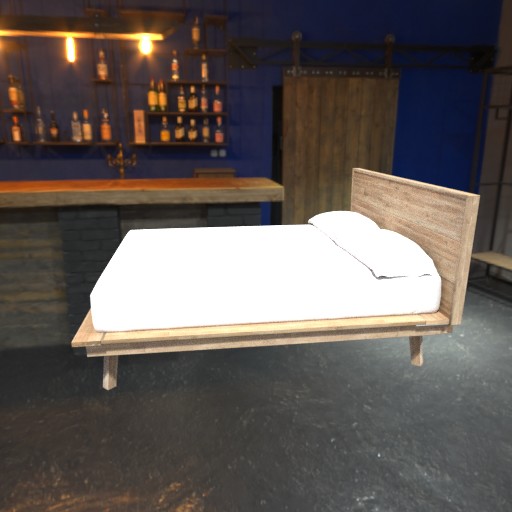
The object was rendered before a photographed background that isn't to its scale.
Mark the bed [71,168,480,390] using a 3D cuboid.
[{"bbox_3d":[0.000,0.000,3.167,2.145,1.071,1.759,-2,16,-8],"label":"bed"}]
